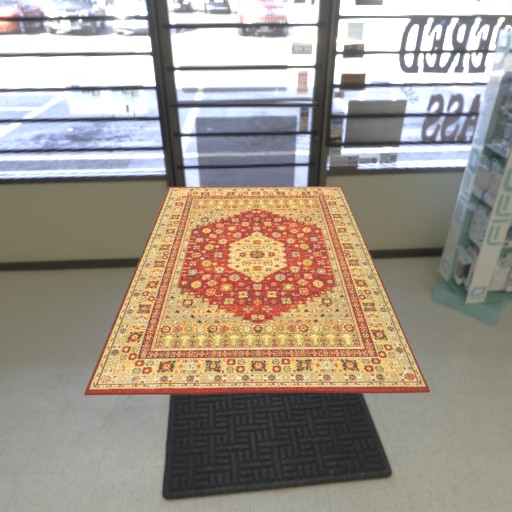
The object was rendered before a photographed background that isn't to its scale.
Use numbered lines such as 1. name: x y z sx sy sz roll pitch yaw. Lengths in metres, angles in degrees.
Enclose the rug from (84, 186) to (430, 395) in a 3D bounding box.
1. rug: 0.000 0.000 2.293 1.194 0.013 1.802 0 32 0
